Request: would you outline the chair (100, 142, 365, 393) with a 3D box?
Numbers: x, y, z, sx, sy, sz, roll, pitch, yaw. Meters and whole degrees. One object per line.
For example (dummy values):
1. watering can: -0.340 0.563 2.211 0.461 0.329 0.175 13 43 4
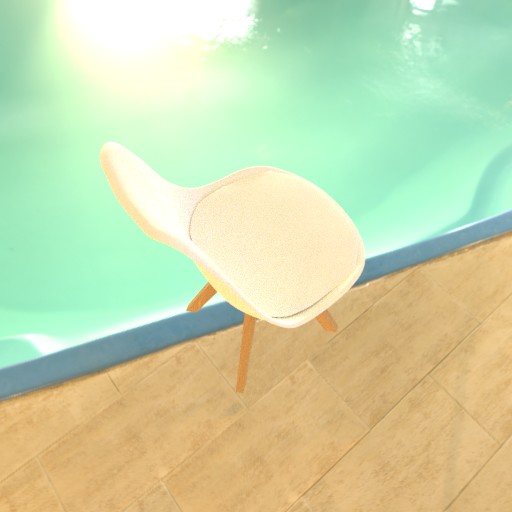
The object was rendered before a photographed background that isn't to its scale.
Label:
1. chair: 0.000 0.000 1.171 0.550 0.849 0.485 -29 62 -17
